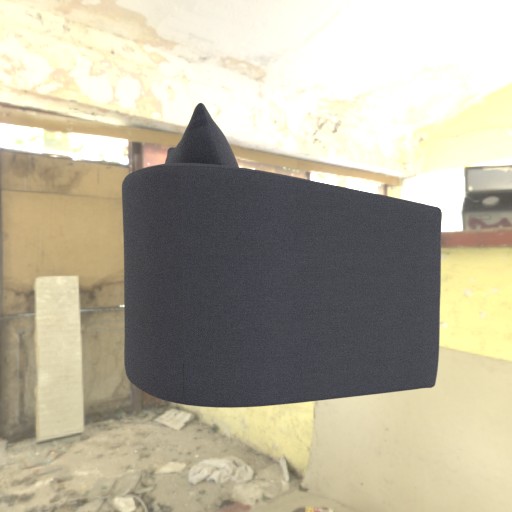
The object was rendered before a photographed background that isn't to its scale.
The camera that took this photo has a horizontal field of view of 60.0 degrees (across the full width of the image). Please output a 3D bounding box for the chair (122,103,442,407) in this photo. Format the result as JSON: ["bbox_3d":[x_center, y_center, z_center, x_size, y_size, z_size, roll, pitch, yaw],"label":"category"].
[{"bbox_3d":[0.000,0.000,1.570,0.910,0.848,0.845,0,0,-19],"label":"chair"}]
